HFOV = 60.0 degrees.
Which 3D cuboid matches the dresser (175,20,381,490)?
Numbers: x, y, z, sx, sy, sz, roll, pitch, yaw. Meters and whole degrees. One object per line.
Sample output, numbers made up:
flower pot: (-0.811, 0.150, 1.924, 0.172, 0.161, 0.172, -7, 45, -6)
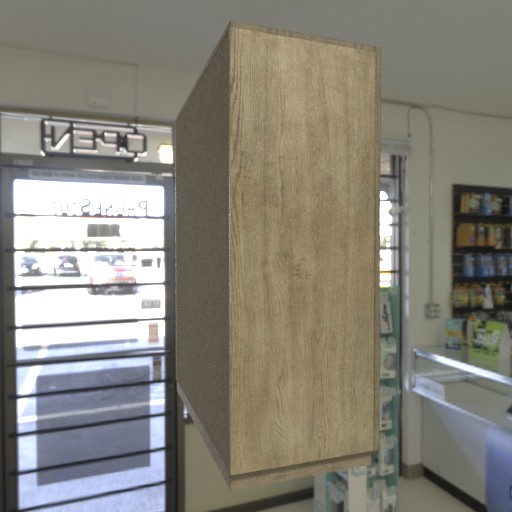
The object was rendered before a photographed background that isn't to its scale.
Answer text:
dresser: (0.000, 0.000, 1.749, 0.483, 1.295, 0.967, 0, 1, -19)
